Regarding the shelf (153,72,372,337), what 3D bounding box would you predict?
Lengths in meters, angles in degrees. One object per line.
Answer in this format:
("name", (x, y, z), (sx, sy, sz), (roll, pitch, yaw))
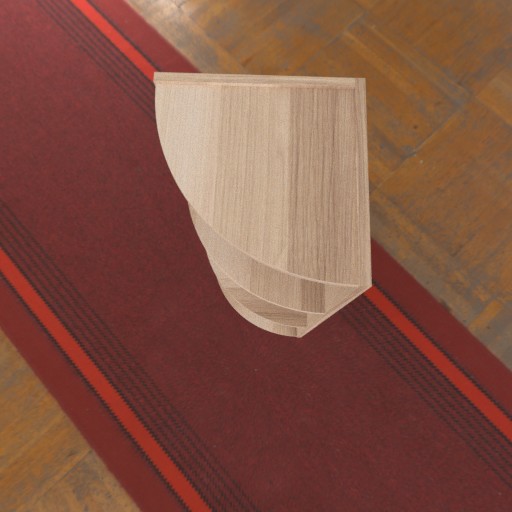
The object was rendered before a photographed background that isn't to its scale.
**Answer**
("shelf", (0.000, 0.000, 0.995), (0.290, 0.872, 0.290), (2, 76, 0))
